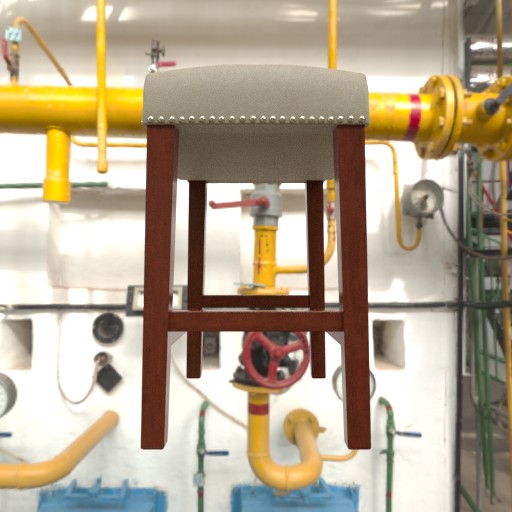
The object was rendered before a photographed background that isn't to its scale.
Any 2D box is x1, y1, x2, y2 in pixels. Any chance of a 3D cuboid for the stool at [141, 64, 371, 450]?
[{"bbox_3d":[0.000,0.000,0.955,0.375,0.632,0.509,0,-2,0],"label":"stool"}]
